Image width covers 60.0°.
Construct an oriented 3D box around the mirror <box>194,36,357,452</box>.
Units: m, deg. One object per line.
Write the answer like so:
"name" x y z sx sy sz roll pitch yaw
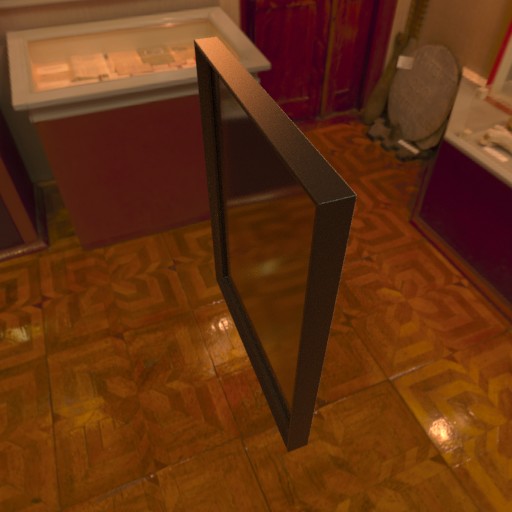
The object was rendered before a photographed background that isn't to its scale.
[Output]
"mirror" 0.000 0.000 0.682 0.041 0.509 0.406 -15 47 -14
